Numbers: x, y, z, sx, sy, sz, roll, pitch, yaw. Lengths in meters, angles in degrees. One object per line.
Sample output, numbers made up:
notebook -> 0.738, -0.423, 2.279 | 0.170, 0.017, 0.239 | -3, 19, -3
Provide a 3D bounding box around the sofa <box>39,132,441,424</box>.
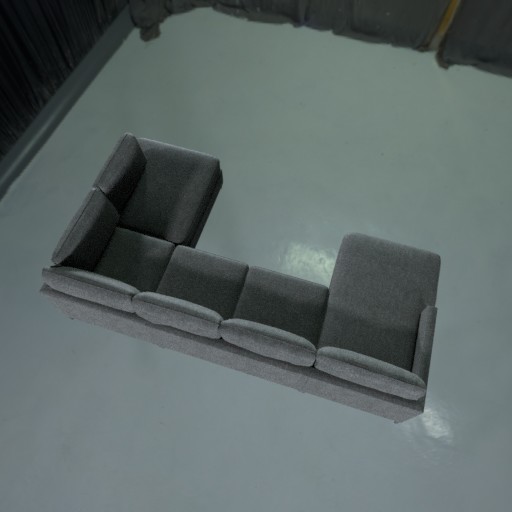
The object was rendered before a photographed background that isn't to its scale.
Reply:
sofa -> 0.000, 0.000, 4.285 | 3.423, 0.999, 2.048 | 16, 64, 8
